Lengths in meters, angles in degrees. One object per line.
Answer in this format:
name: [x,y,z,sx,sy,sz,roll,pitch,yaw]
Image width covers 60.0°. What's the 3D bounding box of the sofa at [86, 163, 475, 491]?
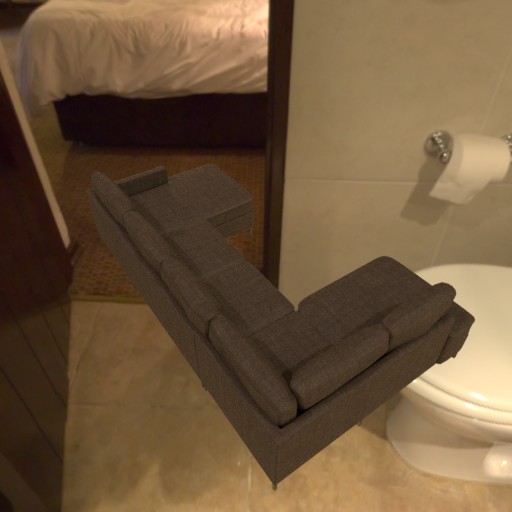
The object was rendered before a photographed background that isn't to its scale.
sofa: [0.000,0.000,4.248,2.048,0.999,3.423,-25,48,-25]
